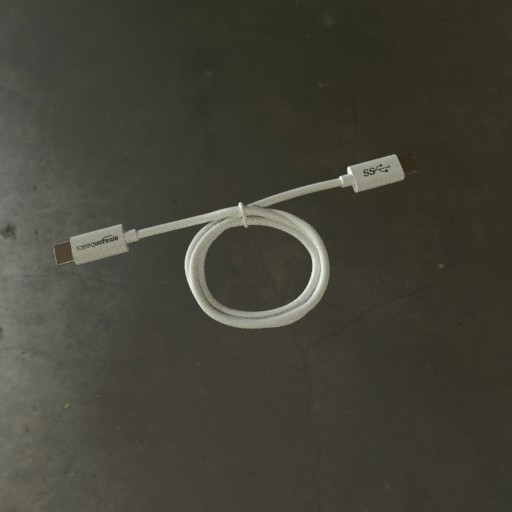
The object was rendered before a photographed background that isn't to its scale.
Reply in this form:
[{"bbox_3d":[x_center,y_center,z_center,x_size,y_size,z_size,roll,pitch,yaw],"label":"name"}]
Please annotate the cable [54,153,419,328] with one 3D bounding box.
[{"bbox_3d":[0.000,0.000,0.212,0.186,0.014,0.070,-15,74,-4],"label":"cable"}]
